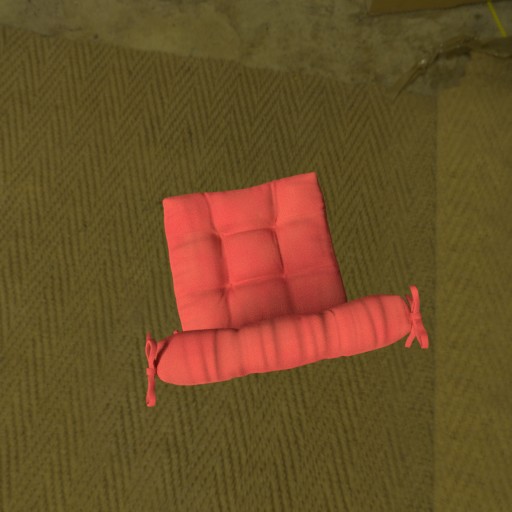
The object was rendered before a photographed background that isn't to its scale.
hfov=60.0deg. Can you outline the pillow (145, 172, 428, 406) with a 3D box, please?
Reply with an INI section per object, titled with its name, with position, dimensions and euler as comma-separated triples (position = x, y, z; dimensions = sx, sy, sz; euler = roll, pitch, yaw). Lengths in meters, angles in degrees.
[pillow]
position = 0.000, 0.000, 1.062
dimensions = 0.519, 0.605, 0.571
euler = -11, 75, -3
